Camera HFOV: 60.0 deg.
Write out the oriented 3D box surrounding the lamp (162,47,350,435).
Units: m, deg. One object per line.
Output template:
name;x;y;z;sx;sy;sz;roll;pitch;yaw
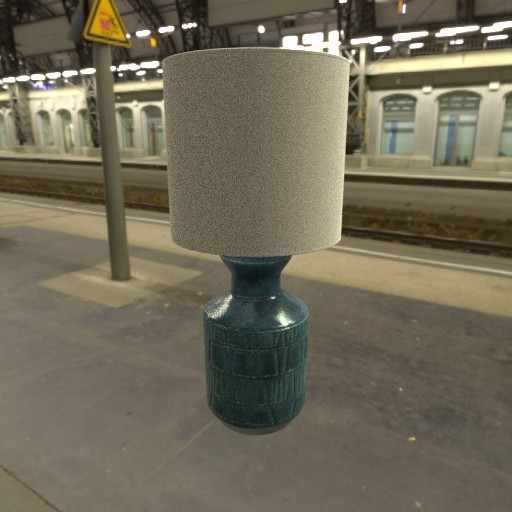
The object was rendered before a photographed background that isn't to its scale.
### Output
lamp;0.000;0.000;0.568;0.211;0.455;0.211;3;16;11
